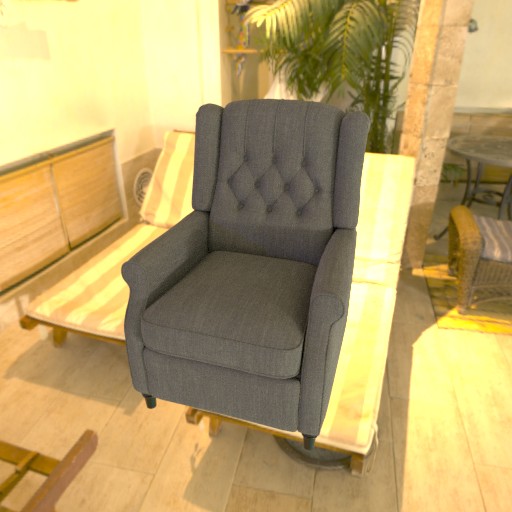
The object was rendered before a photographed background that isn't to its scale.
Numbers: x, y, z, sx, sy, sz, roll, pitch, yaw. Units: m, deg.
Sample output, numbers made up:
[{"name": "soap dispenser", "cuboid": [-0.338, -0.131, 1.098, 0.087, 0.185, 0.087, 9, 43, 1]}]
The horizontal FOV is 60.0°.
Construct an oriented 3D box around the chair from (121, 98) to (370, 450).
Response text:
[{"name": "chair", "cuboid": [0.000, 0.000, 1.667, 0.742, 1.035, 0.898, 8, 29, 15]}]
